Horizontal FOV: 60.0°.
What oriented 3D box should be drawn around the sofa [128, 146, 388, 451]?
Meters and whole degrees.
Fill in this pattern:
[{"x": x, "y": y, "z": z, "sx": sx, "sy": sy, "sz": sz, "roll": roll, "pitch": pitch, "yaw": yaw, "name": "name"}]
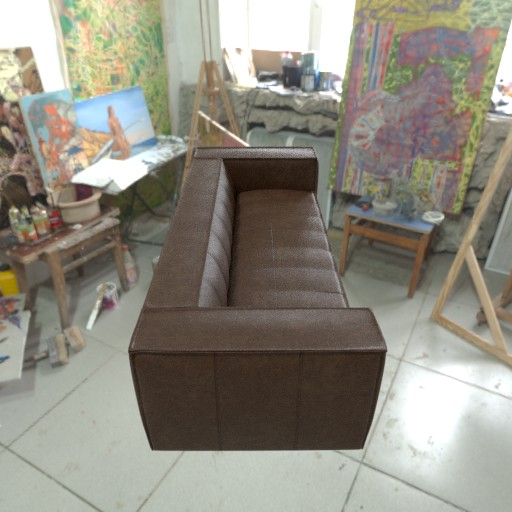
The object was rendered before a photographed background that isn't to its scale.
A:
[{"x": 0.000, "y": 0.000, "z": 2.999, "sx": 1.102, "sy": 0.701, "sz": 2.581, "roll": 0, "pitch": 32, "yaw": 0, "name": "sofa"}]
